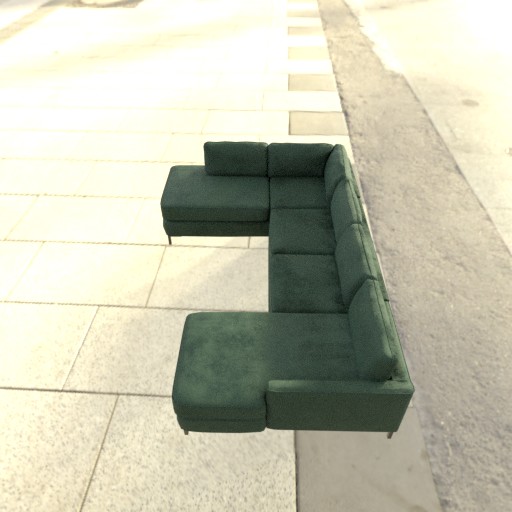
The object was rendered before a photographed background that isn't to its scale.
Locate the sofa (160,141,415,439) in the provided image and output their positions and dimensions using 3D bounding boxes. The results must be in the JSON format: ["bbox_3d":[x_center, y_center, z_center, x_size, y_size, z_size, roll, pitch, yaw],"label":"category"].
[{"bbox_3d":[0.000,0.000,3.907,1.992,0.861,2.994,1,41,1],"label":"sofa"}]
